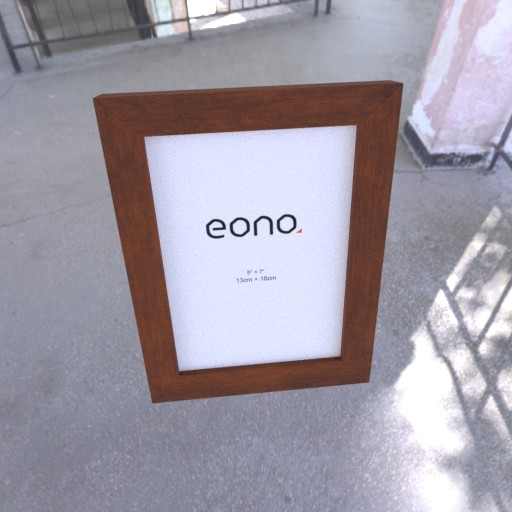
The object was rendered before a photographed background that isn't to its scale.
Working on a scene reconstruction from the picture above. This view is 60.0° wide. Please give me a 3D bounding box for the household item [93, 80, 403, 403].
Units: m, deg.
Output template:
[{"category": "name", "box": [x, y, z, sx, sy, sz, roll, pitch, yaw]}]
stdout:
[{"category": "household item", "box": [0.000, 0.000, 0.287, 0.160, 0.204, 0.096, -4, 47, -4]}]
